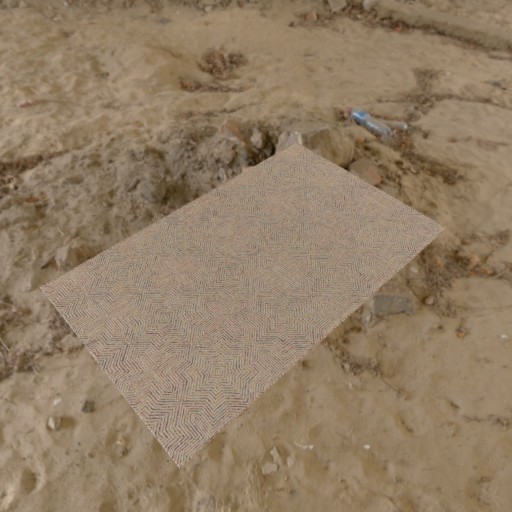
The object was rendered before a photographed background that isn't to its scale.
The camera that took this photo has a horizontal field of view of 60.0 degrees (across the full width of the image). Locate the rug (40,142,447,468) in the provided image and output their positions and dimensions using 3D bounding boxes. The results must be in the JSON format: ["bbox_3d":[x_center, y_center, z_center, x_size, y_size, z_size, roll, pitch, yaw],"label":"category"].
[{"bbox_3d":[0.000,0.000,3.066,2.428,0.007,1.519,-35,56,-27],"label":"rug"}]
